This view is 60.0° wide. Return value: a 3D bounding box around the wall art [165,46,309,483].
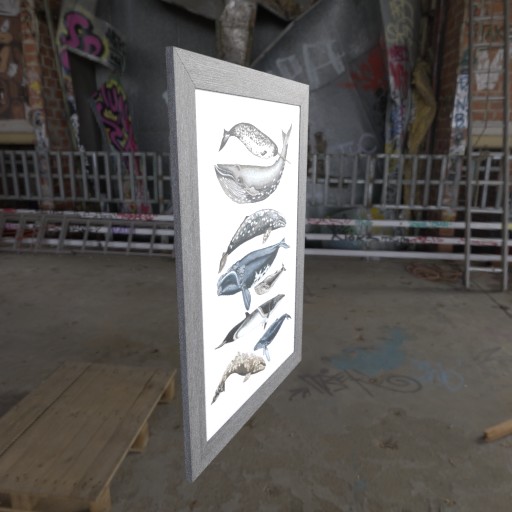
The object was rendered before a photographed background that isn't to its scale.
[{"bbox_3d":[0.000,0.000,1.377,0.020,1.070,0.768,8,17,27],"label":"wall art"}]
